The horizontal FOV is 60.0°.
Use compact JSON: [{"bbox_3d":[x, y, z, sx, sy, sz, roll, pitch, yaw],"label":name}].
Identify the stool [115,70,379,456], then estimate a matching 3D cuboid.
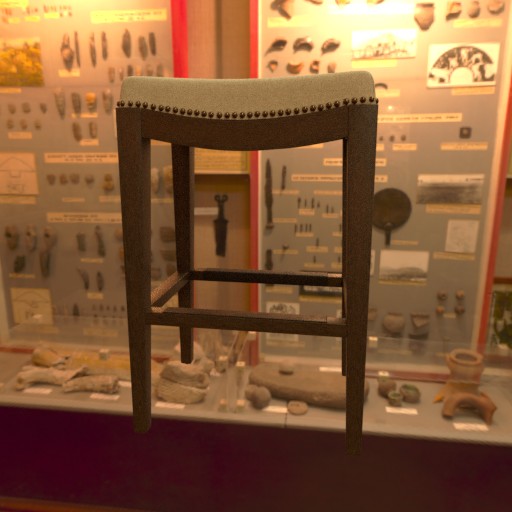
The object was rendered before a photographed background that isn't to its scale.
[{"bbox_3d":[0.000,0.000,1.037,0.498,0.759,0.358,2,14,9],"label":"stool"}]
